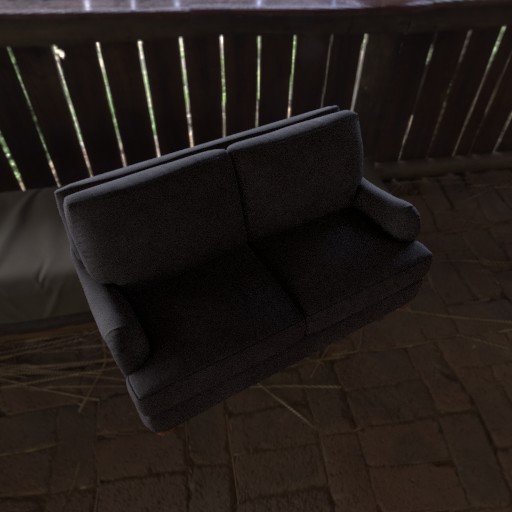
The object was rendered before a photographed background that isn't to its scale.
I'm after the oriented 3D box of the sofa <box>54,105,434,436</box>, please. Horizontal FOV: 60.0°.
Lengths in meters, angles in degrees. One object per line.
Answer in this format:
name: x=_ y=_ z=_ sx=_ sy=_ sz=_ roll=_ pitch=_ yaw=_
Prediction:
sofa: x=0.000 y=0.000 z=2.548 sx=1.853 sy=1.101 sz=1.084 roll=-23 pitch=50 yaw=-20
